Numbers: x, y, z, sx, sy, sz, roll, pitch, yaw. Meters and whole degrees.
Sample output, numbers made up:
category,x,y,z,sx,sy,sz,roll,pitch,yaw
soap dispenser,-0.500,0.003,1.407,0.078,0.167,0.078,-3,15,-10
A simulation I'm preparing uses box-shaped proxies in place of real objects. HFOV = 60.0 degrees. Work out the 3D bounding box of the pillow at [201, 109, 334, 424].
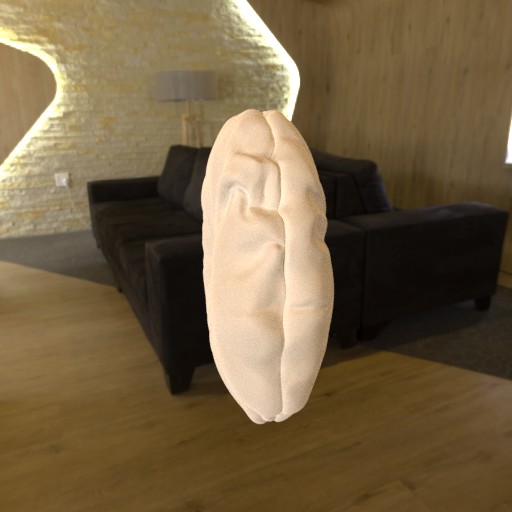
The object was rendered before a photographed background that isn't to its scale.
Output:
category,x,y,z,sx,sy,sz,roll,pitch,yaw
pillow,0.000,0.000,0.648,0.148,0.407,0.428,-3,17,-9
